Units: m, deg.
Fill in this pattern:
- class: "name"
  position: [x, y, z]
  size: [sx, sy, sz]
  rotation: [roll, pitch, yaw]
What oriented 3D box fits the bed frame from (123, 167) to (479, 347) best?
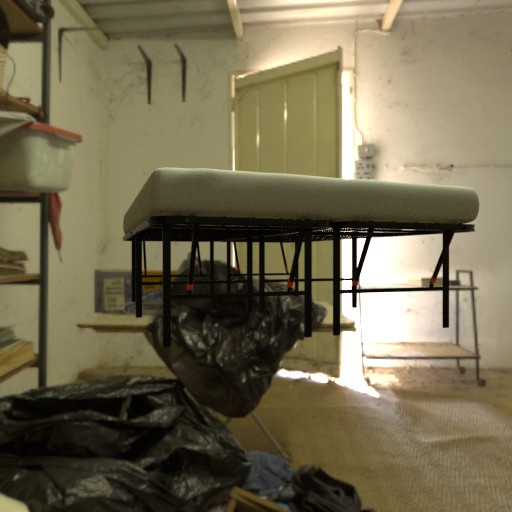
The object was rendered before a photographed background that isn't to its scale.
- class: "bed frame"
  position: [0.000, 0.000, 2.522]
  size: [1.372, 0.637, 1.905]
  rotation: [0, 0, -19]
